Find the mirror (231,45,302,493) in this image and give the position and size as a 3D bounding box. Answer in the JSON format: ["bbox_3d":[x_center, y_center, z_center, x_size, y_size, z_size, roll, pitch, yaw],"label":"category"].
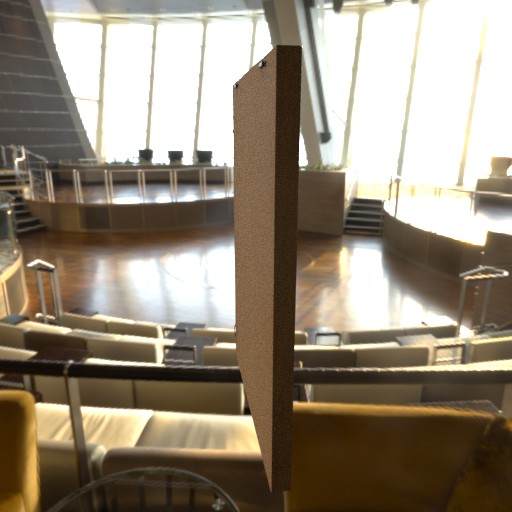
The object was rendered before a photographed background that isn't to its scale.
[{"bbox_3d":[0.000,0.000,0.914,0.040,0.710,0.507,-3,16,-9],"label":"mirror"}]
